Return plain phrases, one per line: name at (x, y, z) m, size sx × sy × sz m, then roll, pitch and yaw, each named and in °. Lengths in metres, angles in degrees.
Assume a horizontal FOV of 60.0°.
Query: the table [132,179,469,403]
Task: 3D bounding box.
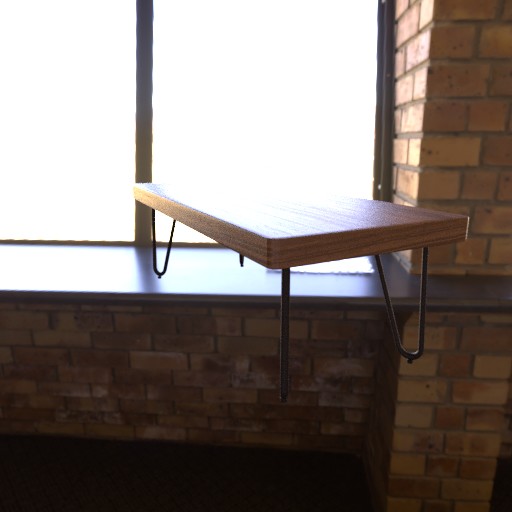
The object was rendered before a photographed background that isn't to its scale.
table at (0.000, 0.000, 1.729) m, size 0.637 × 0.468 × 1.375 m, roll -8°, pitch 17°, yaw -26°
